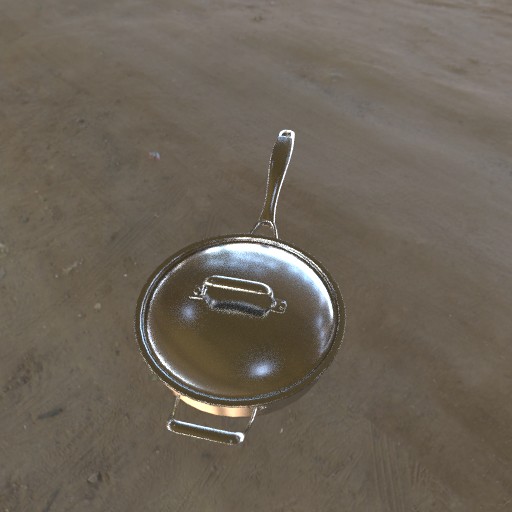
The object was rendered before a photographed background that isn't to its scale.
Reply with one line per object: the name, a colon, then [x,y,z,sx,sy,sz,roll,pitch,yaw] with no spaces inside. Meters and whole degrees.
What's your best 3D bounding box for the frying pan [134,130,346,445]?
frying pan: [0.000,0.000,0.665,0.280,0.114,0.561,9,48,8]
